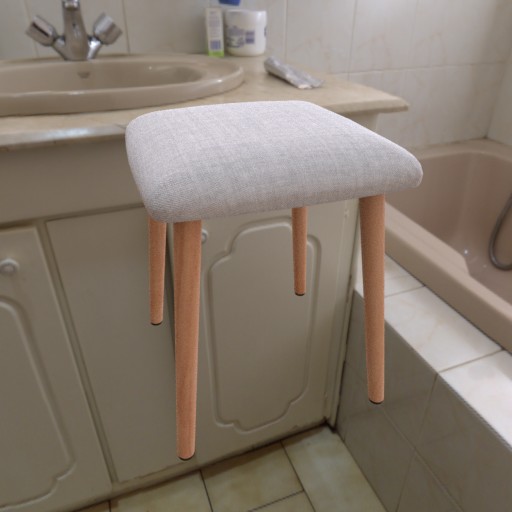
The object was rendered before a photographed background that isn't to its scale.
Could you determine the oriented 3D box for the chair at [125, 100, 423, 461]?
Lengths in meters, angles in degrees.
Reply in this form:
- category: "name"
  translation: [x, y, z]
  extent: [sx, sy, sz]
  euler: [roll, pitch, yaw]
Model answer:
- category: "chair"
  translation: [0.000, 0.000, 0.715]
  extent: [0.350, 0.440, 0.350]
  euler: [-10, 32, -16]
